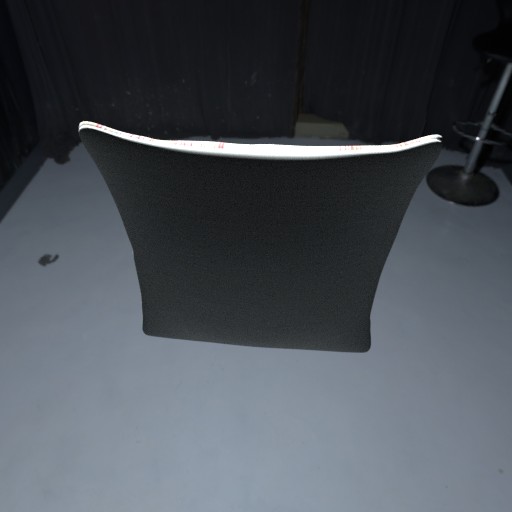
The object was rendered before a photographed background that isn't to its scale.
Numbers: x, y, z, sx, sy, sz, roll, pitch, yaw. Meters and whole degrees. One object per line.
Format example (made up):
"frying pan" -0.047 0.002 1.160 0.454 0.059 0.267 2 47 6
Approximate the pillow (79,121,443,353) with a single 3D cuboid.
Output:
"pillow" 0.000 0.000 0.700 0.451 0.449 0.191 4 45 4
